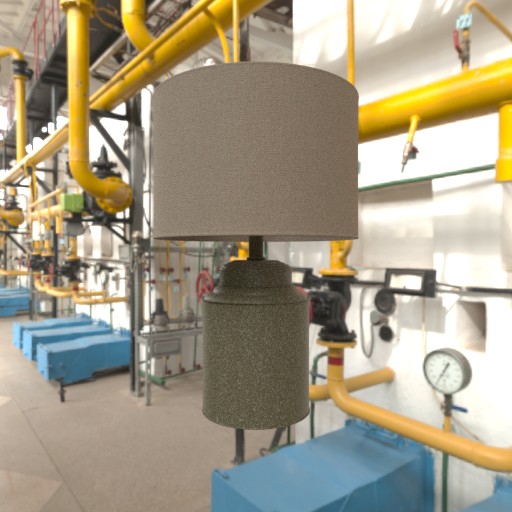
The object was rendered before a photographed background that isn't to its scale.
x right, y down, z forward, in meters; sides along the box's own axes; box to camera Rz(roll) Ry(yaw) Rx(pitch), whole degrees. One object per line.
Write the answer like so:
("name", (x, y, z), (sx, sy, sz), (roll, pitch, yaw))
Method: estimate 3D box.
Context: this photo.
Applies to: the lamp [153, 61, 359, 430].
("lamp", (0.000, 0.000, 0.705), (0.318, 0.486, 0.318), (0, 0, 0))
